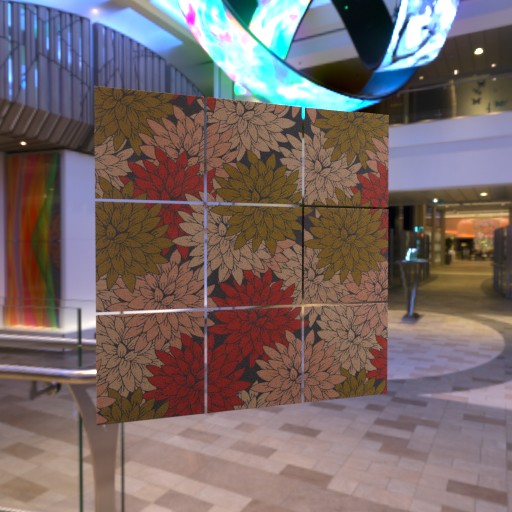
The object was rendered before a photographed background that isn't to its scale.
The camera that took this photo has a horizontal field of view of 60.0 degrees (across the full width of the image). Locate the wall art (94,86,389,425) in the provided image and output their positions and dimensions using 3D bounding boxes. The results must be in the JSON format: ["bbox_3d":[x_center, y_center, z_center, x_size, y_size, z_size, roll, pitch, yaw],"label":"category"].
[{"bbox_3d":[0.000,0.000,2.229,1.519,1.534,0.013,0,1,-17],"label":"wall art"}]
